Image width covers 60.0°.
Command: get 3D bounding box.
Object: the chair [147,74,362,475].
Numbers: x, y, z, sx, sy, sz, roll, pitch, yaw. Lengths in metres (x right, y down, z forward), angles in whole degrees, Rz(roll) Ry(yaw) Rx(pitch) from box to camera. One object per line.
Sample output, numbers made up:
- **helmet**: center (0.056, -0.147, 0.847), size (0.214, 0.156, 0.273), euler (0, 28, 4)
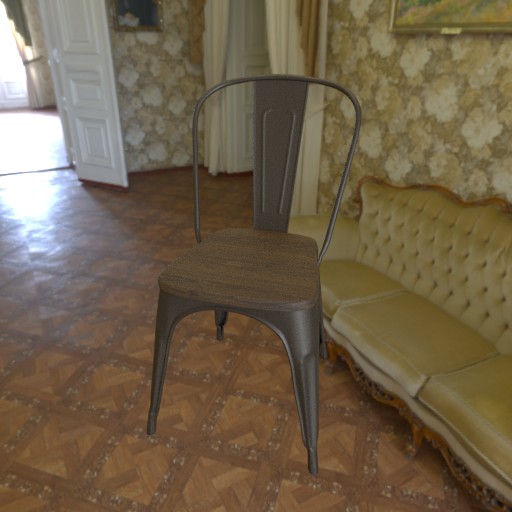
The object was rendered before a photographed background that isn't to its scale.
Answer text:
- **chair**: center (0.000, 0.000, 1.148), size (0.451, 0.844, 0.532), euler (7, 27, 14)
